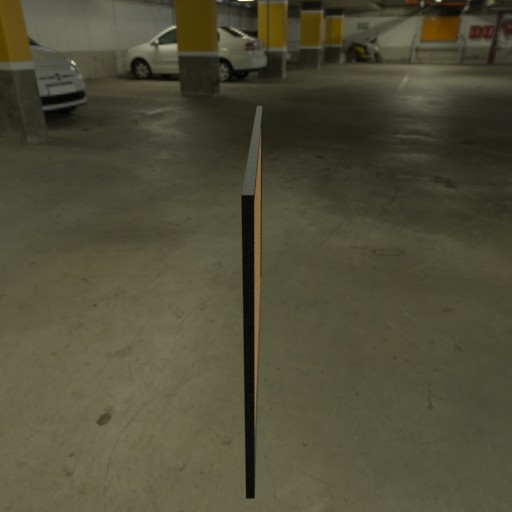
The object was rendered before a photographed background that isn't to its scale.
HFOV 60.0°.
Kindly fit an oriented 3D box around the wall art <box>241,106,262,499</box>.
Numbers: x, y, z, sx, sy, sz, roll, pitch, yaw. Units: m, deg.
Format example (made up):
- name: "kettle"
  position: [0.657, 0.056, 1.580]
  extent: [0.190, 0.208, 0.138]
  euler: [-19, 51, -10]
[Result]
- name: "wall art"
  position: [0.000, 0.000, 0.840]
  extent: [0.013, 0.458, 0.664]
  euler: [1, 26, 1]
